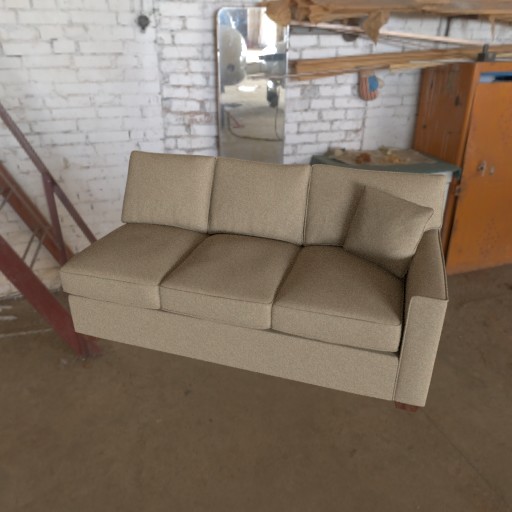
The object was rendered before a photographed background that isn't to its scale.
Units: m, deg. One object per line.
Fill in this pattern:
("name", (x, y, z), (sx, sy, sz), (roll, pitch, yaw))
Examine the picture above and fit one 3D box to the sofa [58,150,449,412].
("sofa", (0.000, 0.000, 2.547), (1.963, 0.946, 1.034), (8, 27, 16))
